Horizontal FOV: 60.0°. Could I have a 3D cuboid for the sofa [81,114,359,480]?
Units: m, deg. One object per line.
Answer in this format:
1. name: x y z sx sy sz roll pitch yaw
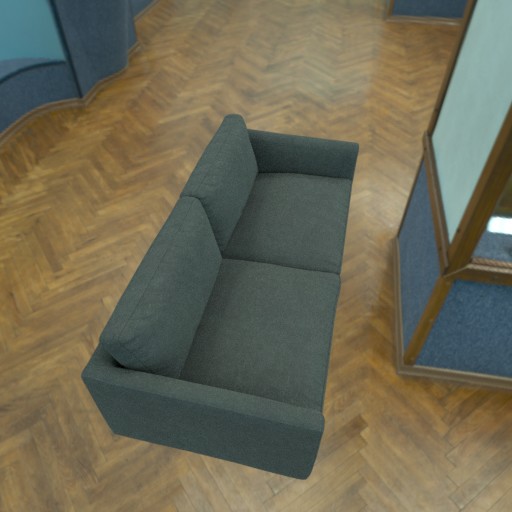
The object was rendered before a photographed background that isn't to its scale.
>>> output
1. sofa: 0.000 0.000 2.778 1.092 0.838 2.257 9 46 9
